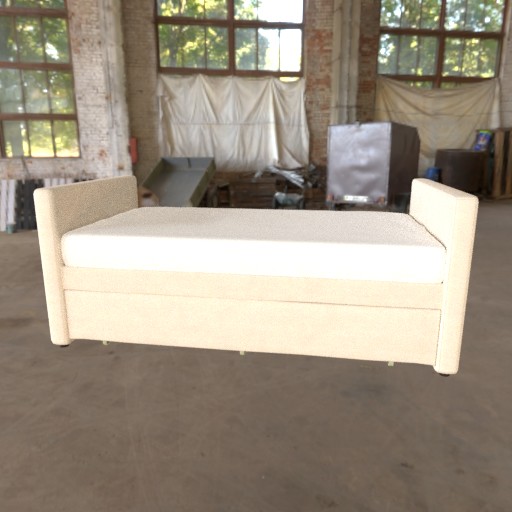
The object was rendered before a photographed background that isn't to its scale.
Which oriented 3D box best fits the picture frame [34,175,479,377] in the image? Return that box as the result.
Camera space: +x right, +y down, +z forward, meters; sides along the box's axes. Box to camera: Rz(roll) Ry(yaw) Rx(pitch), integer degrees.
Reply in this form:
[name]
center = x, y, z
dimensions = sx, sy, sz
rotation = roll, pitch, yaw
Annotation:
[picture frame]
center = 0.000, 0.000, 2.723
dimensions = 2.161, 0.891, 1.069
rotation = 2, 14, 9
